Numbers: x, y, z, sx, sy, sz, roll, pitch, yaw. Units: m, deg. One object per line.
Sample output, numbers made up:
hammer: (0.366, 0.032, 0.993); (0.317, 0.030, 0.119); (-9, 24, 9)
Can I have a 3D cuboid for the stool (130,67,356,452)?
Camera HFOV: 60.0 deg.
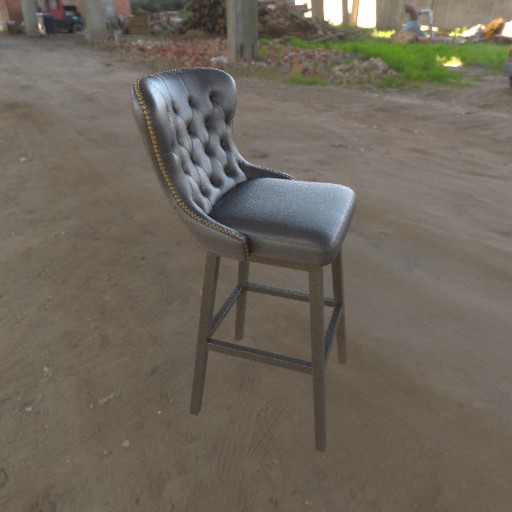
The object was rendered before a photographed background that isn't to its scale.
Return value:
stool: (0.000, 0.000, 1.386); (0.601, 1.050, 0.528); (10, 30, 17)
